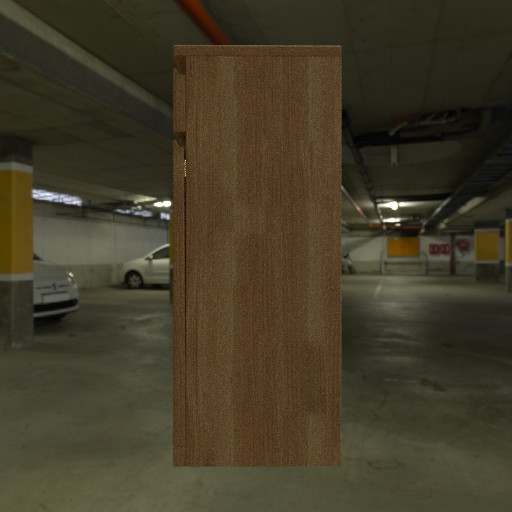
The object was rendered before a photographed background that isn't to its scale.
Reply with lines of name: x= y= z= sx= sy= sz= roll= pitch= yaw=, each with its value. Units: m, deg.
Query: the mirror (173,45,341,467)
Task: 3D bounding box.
mirror: x=0.000 y=0.000 z=1.451 sx=0.400 sy=1.000 sz=0.800 roll=0 pitch=0 yaw=0
